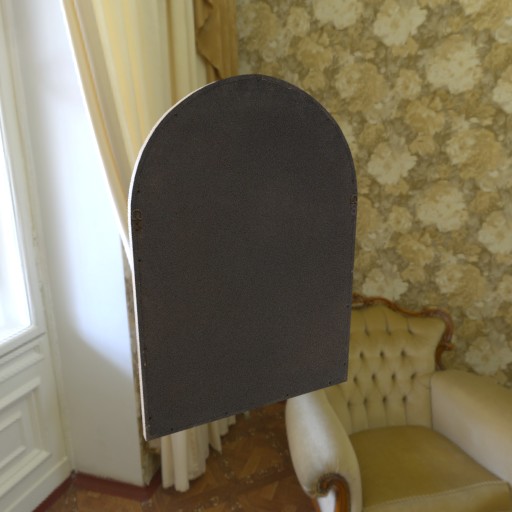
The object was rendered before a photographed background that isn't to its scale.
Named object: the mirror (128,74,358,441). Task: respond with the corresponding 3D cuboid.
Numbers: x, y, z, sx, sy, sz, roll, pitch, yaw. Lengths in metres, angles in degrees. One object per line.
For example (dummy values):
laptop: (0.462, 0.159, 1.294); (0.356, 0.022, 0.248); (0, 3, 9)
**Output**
mirror: (0.000, 0.000, 1.204); (0.660, 0.920, 0.032); (-7, 16, -26)
